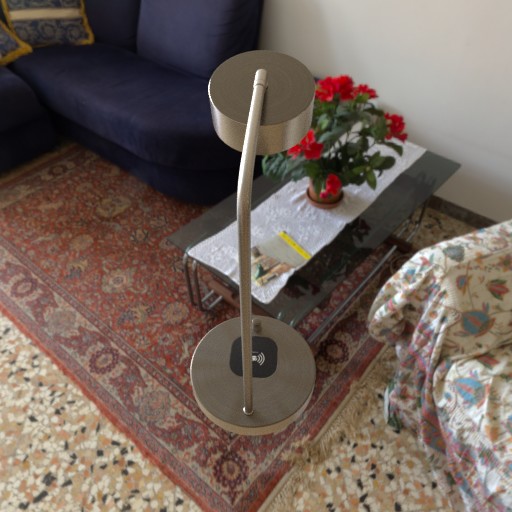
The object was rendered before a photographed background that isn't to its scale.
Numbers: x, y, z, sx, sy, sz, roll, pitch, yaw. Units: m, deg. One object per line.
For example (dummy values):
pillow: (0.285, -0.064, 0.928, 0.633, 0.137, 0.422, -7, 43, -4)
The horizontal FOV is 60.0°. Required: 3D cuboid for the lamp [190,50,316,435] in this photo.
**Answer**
lamp: (0.000, 0.000, 0.644, 0.211, 0.469, 0.334, 3, 46, 3)
